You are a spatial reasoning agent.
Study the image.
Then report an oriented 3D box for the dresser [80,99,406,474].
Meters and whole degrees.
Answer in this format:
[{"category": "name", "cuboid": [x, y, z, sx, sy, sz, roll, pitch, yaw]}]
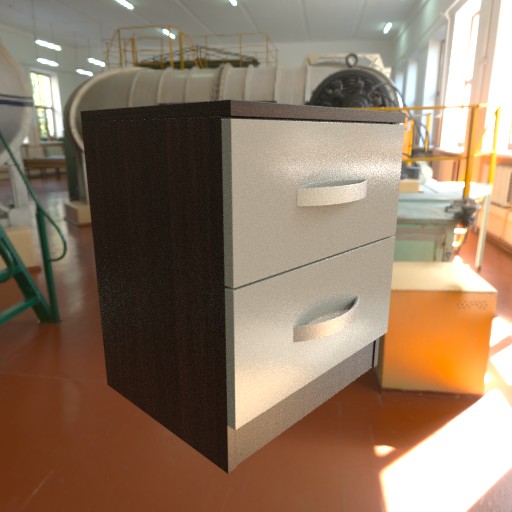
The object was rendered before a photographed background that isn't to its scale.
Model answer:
[{"category": "dresser", "cuboid": [0.000, 0.000, 0.759, 0.360, 0.470, 0.400, 14, 21, 42]}]
